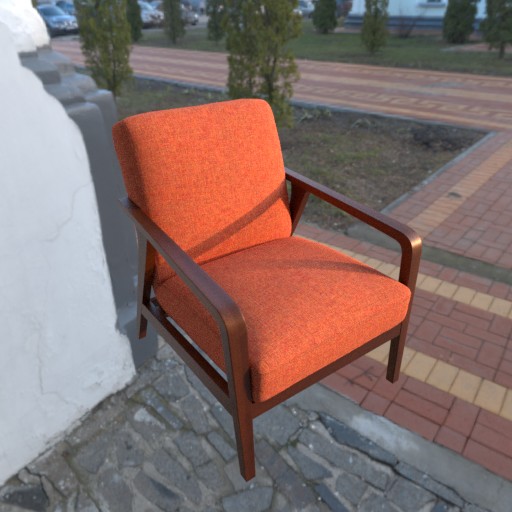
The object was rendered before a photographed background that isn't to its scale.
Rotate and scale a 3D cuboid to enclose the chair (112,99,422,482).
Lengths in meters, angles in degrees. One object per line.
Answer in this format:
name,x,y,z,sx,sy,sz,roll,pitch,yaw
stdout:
chair,0.000,0.000,1.509,0.719,0.890,0.860,-20,35,-31
